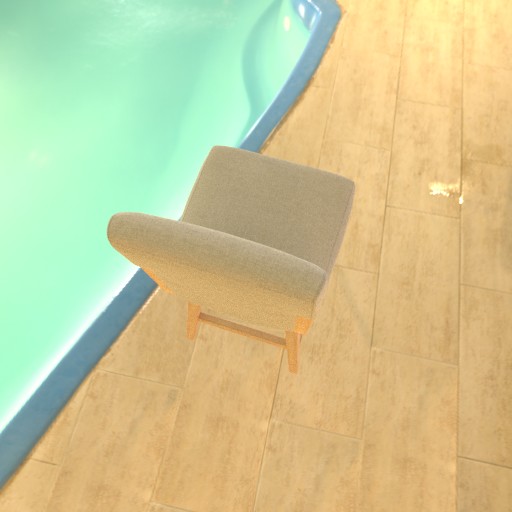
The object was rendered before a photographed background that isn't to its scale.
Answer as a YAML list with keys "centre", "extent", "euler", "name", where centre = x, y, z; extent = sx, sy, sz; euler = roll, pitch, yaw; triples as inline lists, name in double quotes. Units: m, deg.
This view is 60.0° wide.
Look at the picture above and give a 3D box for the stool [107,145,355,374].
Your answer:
- centre: [0.000, 0.000, 1.443]
  extent: [0.507, 1.085, 0.606]
  euler: [16, 65, 8]
  name: "stool"
